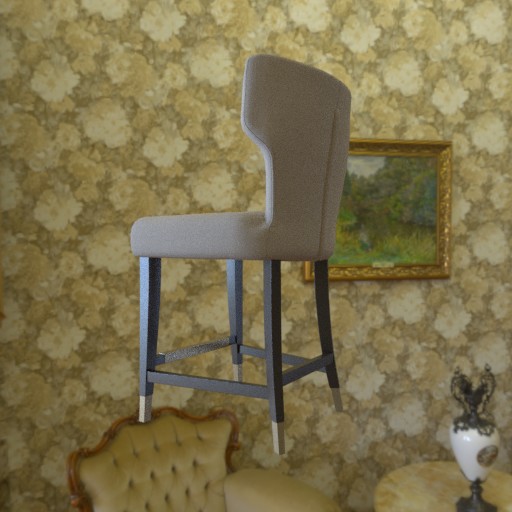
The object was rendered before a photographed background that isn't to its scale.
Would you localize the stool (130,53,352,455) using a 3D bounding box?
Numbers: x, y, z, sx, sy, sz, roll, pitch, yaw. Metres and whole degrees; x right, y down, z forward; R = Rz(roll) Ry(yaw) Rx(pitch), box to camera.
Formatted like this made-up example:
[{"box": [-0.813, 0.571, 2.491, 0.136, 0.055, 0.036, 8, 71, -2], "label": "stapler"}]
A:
[{"box": [0.000, 0.000, 1.363, 0.563, 0.982, 0.527, 0, 1, 35], "label": "stool"}]
